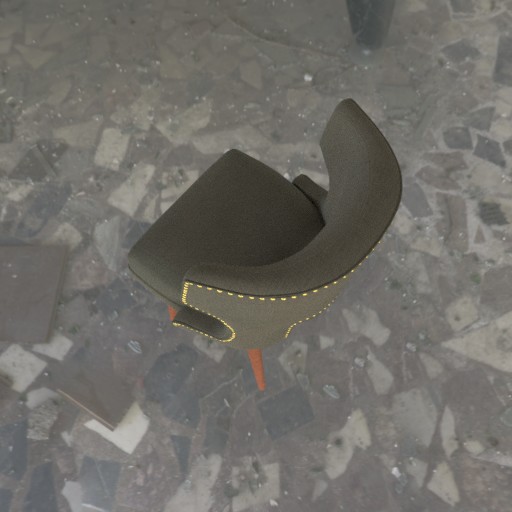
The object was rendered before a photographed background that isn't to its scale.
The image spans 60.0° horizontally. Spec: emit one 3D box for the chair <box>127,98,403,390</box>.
[{"bbox_3d":[0.000,0.000,1.274,0.581,0.863,0.595,34,69,15],"label":"chair"}]
